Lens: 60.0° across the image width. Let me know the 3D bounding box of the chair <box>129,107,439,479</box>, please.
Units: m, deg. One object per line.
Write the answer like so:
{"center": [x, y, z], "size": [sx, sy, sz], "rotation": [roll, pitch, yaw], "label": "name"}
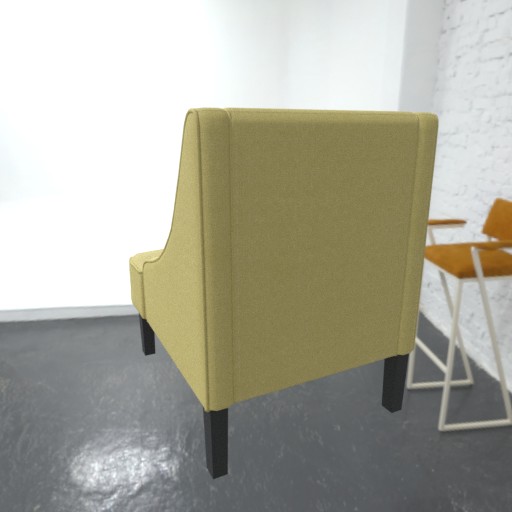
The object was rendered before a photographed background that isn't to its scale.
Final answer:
{"center": [0.000, 0.000, 1.469], "size": [0.696, 0.896, 0.814], "rotation": [-8, 18, -26], "label": "chair"}
